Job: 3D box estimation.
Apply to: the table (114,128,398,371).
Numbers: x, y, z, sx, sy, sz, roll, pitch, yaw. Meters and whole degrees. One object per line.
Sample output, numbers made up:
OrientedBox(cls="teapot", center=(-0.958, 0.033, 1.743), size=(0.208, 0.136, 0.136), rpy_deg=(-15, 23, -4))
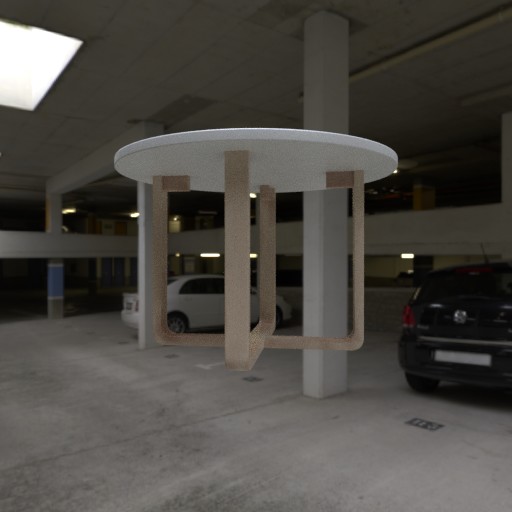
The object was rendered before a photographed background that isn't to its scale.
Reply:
OrientedBox(cls="table", center=(0.000, 0.000, 0.986), size=(0.600, 0.400, 0.600), rpy_deg=(0, 0, 0))
